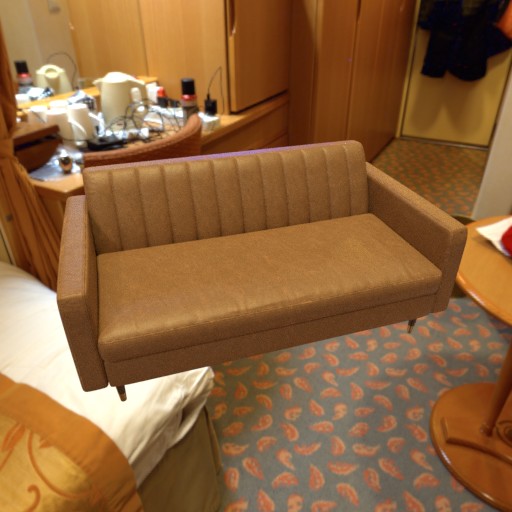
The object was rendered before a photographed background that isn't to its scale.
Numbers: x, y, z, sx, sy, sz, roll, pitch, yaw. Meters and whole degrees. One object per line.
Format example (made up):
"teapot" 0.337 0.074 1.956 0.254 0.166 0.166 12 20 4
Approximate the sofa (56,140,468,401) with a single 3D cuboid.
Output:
"sofa" 0.000 0.000 2.334 1.847 0.821 0.993 -10 33 -15
